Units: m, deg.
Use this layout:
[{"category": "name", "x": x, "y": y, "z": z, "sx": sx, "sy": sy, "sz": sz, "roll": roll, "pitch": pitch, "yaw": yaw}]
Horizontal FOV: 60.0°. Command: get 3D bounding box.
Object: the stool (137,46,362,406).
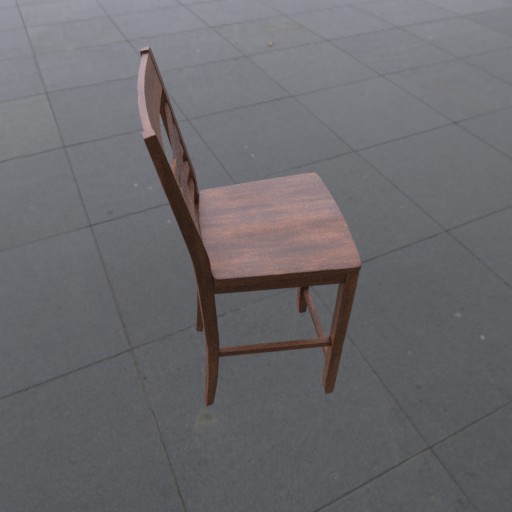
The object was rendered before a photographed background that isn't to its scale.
[{"category": "stool", "x": 0.000, "y": 0.000, "z": 1.336, "sx": 0.504, "sy": 1.098, "sz": 0.426, "roll": -8, "pitch": 46, "yaw": -8}]
